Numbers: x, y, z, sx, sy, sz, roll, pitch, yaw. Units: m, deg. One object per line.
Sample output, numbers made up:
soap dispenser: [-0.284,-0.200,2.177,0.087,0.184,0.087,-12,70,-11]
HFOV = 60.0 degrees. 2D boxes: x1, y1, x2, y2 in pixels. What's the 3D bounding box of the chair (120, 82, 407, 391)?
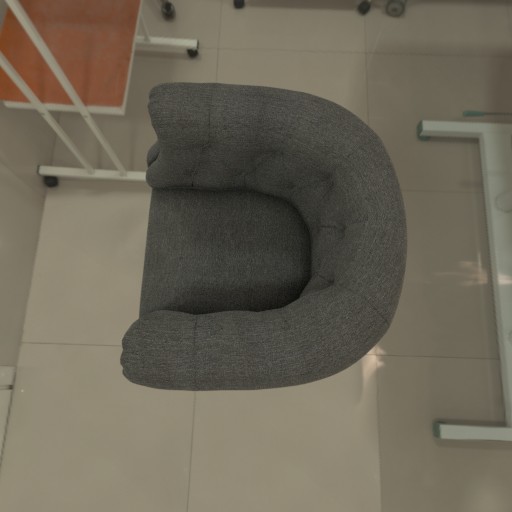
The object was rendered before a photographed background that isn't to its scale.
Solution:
chair: [0.000,0.000,1.569,0.852,0.827,0.905,2,75,0]
